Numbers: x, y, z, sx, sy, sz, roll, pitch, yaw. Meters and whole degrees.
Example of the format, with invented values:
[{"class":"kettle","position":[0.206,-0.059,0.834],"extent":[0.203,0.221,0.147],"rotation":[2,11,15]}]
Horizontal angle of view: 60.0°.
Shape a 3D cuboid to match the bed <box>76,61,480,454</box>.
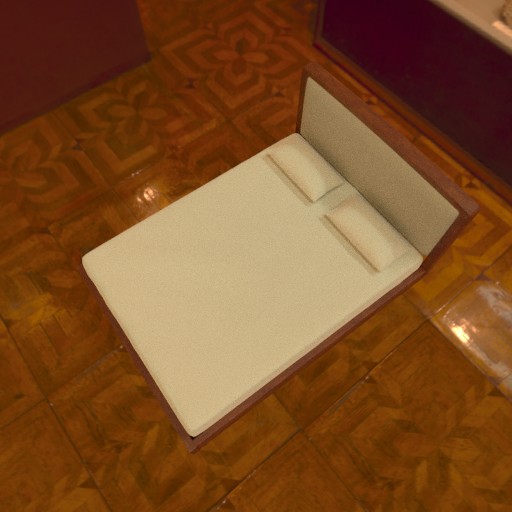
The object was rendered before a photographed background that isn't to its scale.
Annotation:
[{"class":"bed","position":[0.000,0.000,3.194],"extent":[2.196,1.275,1.587],"rotation":[-33,68,-15]}]
